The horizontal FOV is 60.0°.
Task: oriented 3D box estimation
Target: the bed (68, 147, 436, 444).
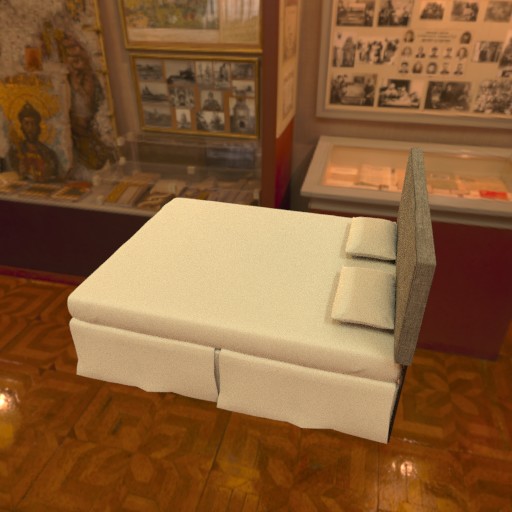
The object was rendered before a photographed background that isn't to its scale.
[{"bbox_3d":[0.000,0.000,2.964,1.958,1.168,1.621,8,32,13],"label":"bed"}]
